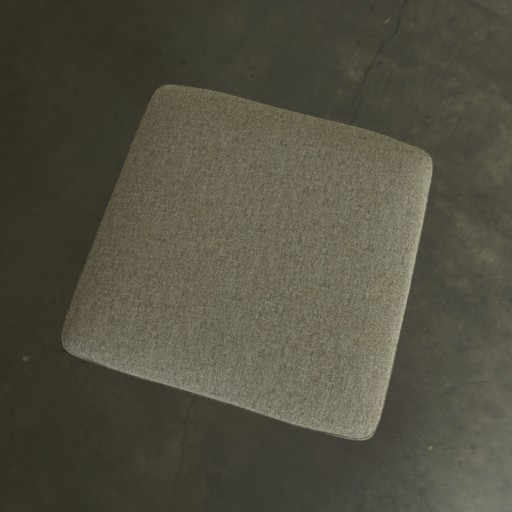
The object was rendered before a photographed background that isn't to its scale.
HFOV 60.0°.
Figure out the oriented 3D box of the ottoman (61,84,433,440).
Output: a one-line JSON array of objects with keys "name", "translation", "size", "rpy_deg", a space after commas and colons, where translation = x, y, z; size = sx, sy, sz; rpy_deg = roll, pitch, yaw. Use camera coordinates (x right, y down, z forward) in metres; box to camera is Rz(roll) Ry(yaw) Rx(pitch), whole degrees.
[{"name": "ottoman", "translation": [0.000, 0.000, 1.620], "size": [1.039, 0.526, 1.035], "rpy_deg": [16, 77, 4]}]
